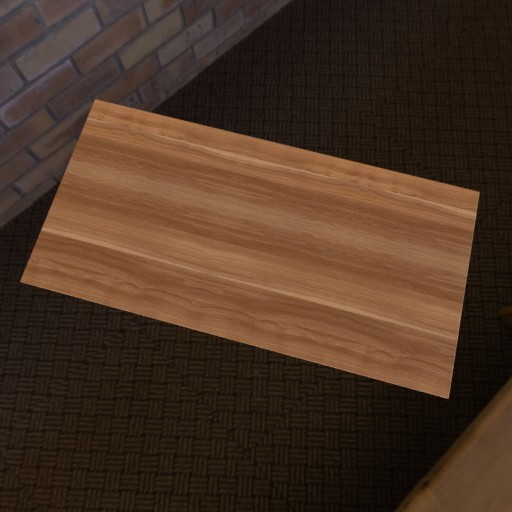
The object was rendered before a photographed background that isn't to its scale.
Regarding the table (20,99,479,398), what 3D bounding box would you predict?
[{"bbox_3d":[0.000,0.000,2.486,2.000,0.770,1.000,15,76,4],"label":"table"}]
